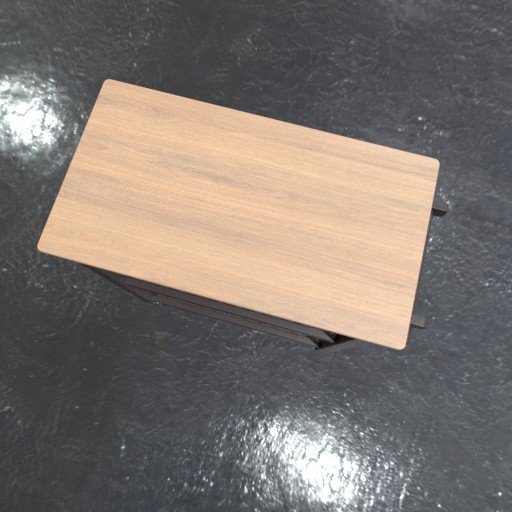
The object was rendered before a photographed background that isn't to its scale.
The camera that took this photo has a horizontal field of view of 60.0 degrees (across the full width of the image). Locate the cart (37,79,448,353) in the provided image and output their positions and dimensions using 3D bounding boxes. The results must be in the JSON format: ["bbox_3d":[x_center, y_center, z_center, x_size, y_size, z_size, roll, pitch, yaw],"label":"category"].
[{"bbox_3d":[0.000,0.000,1.465,0.899,0.927,0.457,15,76,4],"label":"cart"}]
